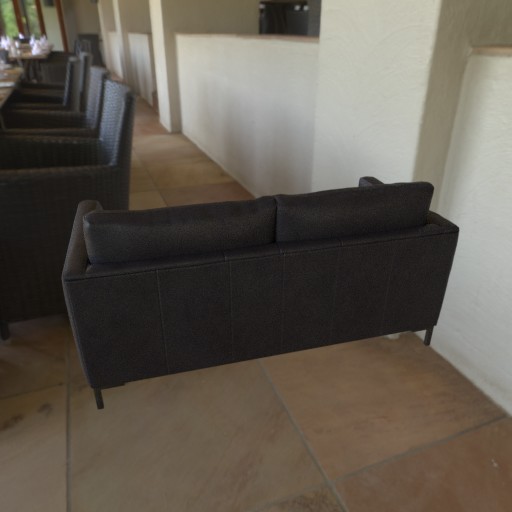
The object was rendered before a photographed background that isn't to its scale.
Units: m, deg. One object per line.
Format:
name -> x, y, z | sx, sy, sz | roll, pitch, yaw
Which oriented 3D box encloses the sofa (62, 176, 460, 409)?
sofa -> 0.000, 0.000, 2.342 | 1.805, 0.883, 0.947 | -8, 28, -16
